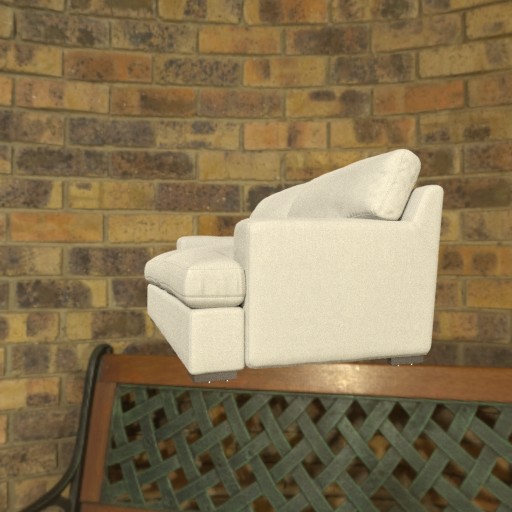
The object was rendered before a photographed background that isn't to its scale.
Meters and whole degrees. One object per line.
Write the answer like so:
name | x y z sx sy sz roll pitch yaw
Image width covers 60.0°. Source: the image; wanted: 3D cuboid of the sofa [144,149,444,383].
sofa | 0.000 0.000 2.595 1.143 0.940 1.880 0 0 -18
